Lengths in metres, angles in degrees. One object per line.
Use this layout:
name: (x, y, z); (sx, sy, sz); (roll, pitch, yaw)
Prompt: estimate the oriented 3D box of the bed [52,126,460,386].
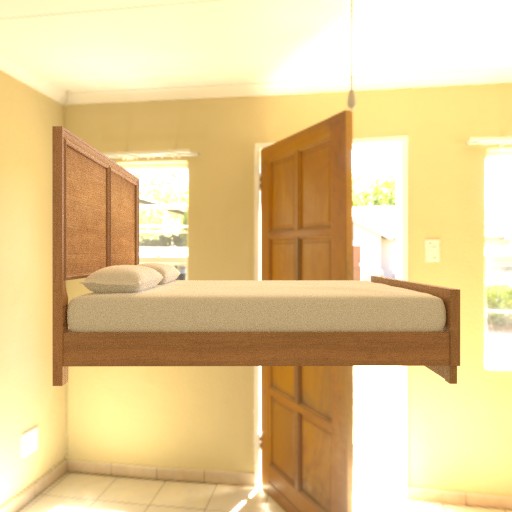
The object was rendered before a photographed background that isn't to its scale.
bed: (0.000, 0.000, 3.177); (2.184, 1.387, 1.606); (0, 0, 0)
